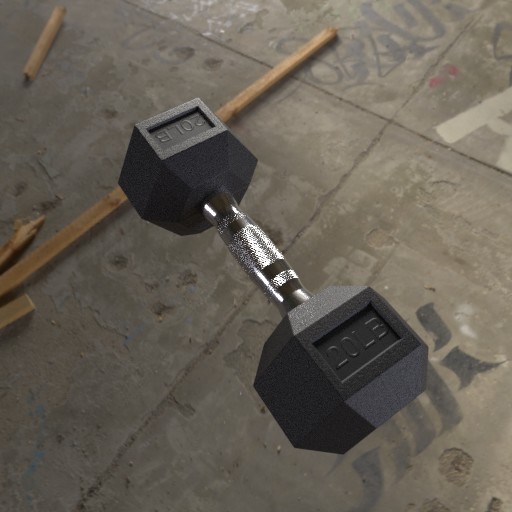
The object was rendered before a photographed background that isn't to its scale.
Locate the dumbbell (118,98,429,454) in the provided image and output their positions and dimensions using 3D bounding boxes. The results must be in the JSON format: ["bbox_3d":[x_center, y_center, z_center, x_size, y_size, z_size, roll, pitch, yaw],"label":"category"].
[{"bbox_3d":[0.000,0.000,0.346,0.116,0.101,0.297,-30,63,-17],"label":"dumbbell"}]
